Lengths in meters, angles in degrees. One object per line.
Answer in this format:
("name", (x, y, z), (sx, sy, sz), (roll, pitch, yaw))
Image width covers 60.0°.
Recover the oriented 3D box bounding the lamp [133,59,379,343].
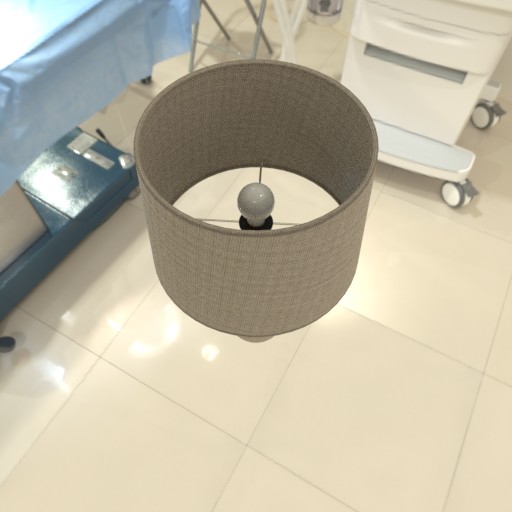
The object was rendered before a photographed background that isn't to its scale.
("lamp", (0.000, 0.000, 0.841), (0.367, 0.609, 0.367), (0, 58, 0))
